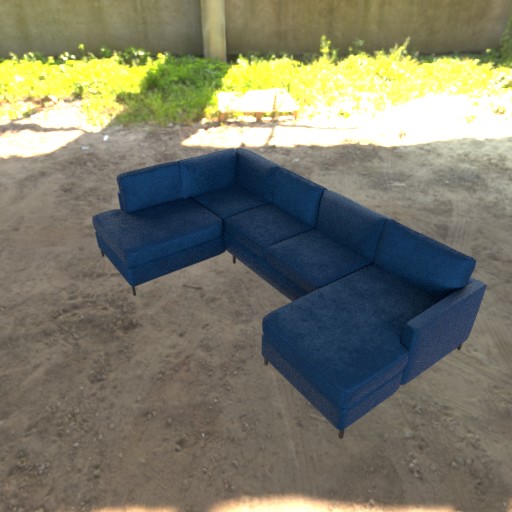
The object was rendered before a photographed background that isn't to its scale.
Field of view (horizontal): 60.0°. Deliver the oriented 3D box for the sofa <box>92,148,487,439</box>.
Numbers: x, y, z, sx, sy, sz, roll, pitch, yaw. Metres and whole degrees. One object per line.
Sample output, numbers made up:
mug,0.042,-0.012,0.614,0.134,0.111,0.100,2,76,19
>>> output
sofa,0.000,0.000,4.266,2.055,0.992,3.434,-21,38,-30
